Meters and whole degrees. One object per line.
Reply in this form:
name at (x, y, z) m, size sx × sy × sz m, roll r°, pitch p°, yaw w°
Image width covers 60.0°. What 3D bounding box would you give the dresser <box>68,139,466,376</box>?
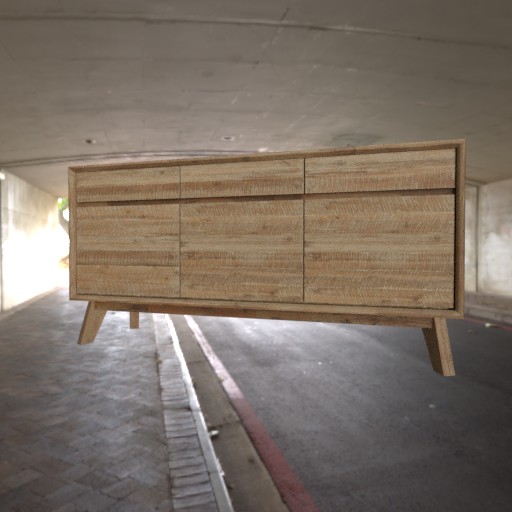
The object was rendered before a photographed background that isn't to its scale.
dresser at (0.000, 0.000, 1.929) m, size 1.602 × 0.788 × 0.455 m, roll 0°, pitch 1°, yaw 19°
